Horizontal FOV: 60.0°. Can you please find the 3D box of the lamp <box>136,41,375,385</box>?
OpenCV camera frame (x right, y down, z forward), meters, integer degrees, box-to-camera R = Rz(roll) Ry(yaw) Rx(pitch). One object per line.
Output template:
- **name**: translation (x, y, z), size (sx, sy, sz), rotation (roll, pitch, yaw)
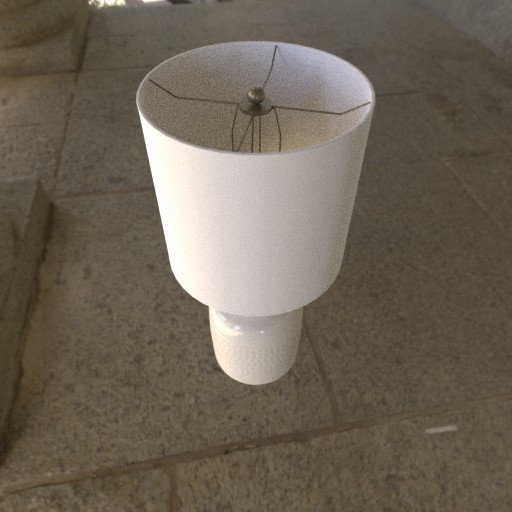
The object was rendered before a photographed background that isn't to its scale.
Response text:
- **lamp**: translation (0.000, 0.000, 0.496), size (0.188, 0.392, 0.188), rotation (-31, 54, -26)
